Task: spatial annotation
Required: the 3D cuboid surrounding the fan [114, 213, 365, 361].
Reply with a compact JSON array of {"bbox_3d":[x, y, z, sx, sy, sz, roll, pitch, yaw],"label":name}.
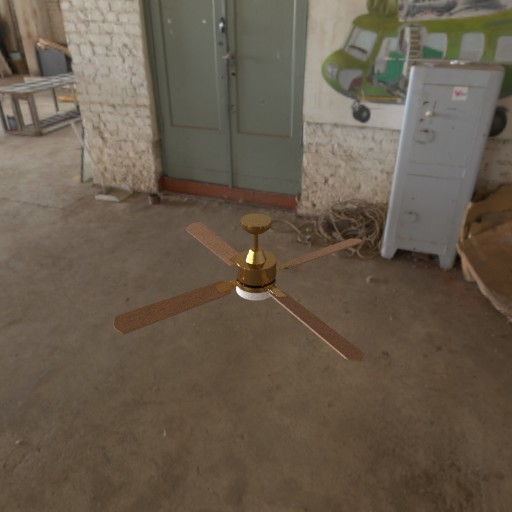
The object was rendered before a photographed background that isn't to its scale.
[{"bbox_3d":[0.000,0.000,1.981,1.320,0.355,1.320,-18,34,-29],"label":"fan"}]
